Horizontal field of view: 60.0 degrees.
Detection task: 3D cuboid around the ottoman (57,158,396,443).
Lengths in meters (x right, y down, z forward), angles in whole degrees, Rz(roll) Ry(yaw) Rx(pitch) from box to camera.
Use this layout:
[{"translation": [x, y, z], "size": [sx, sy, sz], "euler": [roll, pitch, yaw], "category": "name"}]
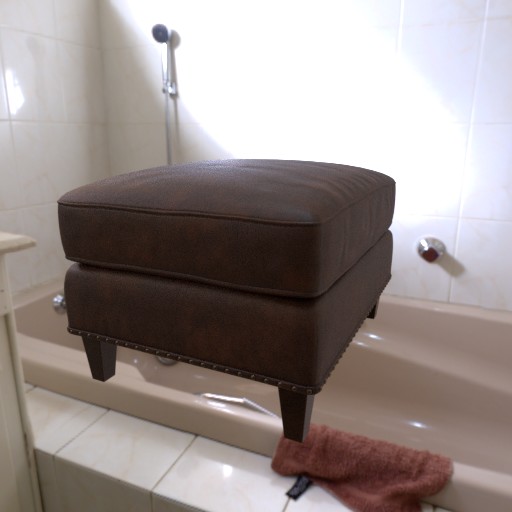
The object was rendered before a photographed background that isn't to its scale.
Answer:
[{"translation": [0.000, 0.000, 1.143], "size": [0.586, 0.486, 0.742], "euler": [7, 17, 25], "category": "ottoman"}]
